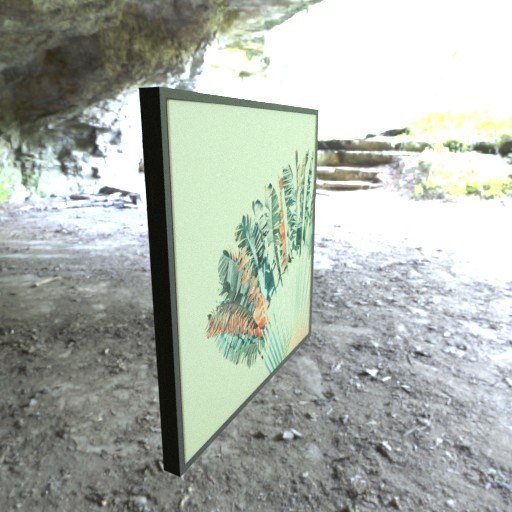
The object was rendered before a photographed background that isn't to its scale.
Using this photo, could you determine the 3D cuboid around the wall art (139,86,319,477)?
[{"bbox_3d":[0.000,0.000,1.152,0.043,0.758,0.762,8,17,26],"label":"wall art"}]
